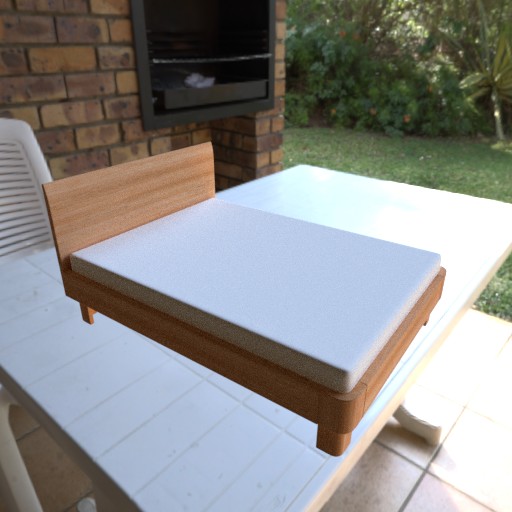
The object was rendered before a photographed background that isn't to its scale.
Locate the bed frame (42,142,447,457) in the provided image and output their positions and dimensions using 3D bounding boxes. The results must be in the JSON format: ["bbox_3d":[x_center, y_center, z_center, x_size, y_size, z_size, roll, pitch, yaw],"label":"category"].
[{"bbox_3d":[0.000,0.000,2.774,1.992,0.940,1.472,17,31,32],"label":"bed frame"}]
